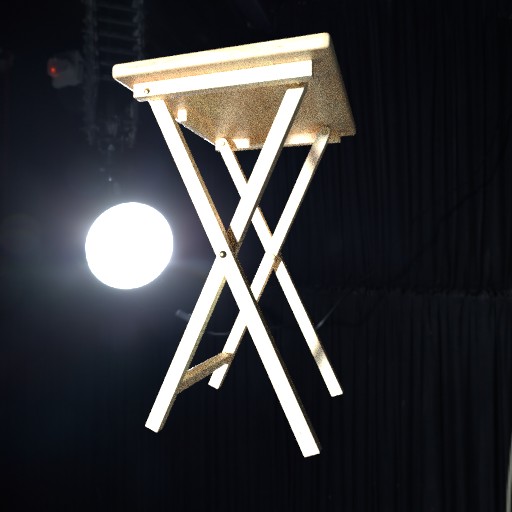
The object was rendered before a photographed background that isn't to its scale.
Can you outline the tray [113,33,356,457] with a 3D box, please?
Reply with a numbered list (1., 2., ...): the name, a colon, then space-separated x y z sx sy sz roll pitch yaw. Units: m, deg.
1. tray: 0.000 0.000 0.941 0.381 0.660 0.483 0 -1 17
